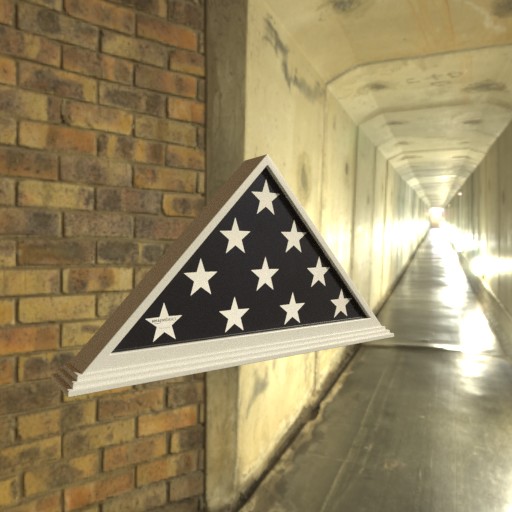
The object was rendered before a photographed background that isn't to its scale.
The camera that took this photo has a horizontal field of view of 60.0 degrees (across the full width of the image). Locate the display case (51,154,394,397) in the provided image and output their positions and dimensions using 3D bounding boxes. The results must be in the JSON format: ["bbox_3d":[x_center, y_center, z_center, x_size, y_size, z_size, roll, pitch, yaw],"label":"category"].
[{"bbox_3d":[0.000,0.000,0.768,0.640,0.340,0.095,-1,1,-36],"label":"display case"}]
